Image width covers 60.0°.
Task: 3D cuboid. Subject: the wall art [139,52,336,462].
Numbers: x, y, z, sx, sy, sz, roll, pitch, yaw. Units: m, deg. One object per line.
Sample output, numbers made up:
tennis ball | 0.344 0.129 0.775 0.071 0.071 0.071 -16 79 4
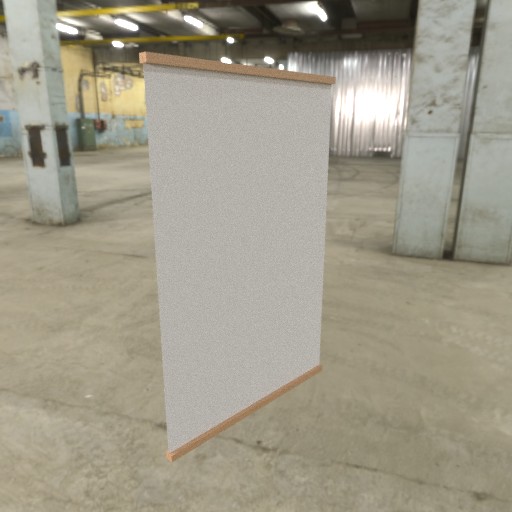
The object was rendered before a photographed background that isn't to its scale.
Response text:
wall art | 0.000 0.000 0.775 0.401 0.611 0.016 -15 22 -43
